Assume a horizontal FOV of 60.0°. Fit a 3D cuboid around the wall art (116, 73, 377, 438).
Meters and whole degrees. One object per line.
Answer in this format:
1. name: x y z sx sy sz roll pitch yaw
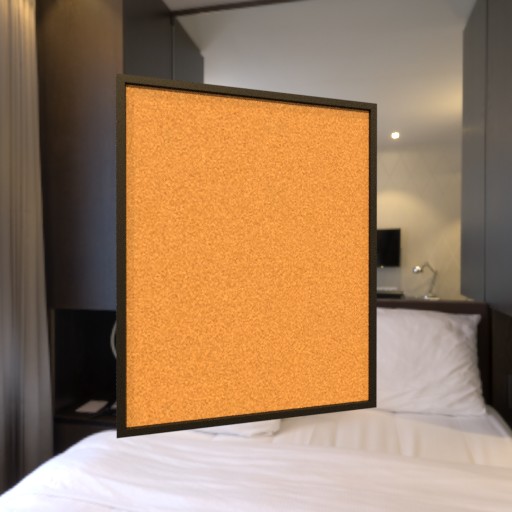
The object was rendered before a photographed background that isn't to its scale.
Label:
1. wall art: 0.000 0.000 0.760 0.457 0.559 0.029 0 0 -17
